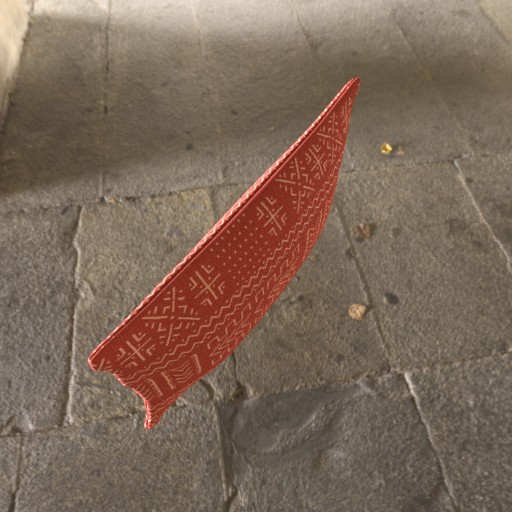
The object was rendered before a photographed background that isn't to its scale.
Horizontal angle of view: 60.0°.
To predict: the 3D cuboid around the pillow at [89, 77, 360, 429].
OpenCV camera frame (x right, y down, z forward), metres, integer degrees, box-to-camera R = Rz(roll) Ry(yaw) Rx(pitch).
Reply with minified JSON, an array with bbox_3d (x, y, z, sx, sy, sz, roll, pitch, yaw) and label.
[{"bbox_3d":[0.000,0.000,0.777,0.130,0.352,0.640,31,63,18],"label":"pillow"}]
